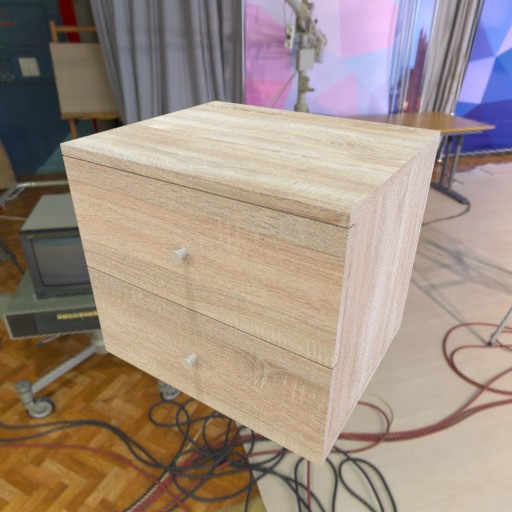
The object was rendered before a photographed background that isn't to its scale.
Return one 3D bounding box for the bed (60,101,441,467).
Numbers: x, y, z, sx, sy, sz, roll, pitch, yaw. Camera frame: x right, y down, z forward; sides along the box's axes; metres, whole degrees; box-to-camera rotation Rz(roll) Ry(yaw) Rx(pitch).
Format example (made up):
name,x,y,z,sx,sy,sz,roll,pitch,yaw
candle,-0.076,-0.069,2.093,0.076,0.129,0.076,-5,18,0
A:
name,x,y,z,sx,sy,sz,roll,pitch,yaw
bed,0.000,0.000,0.789,0.460,0.420,0.401,18,35,28
